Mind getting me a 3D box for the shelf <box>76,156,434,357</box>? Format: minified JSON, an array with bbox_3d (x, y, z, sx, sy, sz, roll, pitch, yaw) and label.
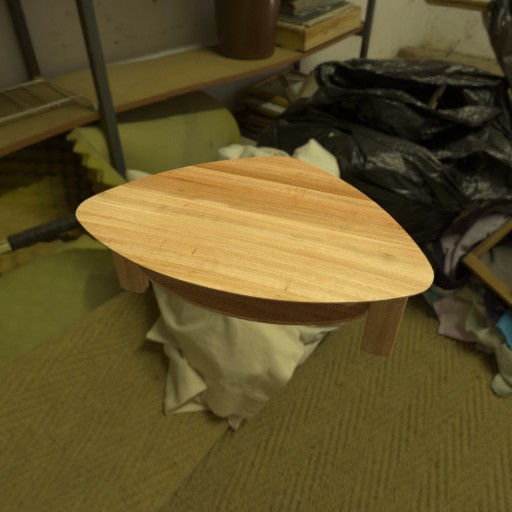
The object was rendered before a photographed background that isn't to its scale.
[{"bbox_3d":[0.000,0.000,1.741,1.240,0.439,0.863,12,41,15],"label":"shelf"}]
